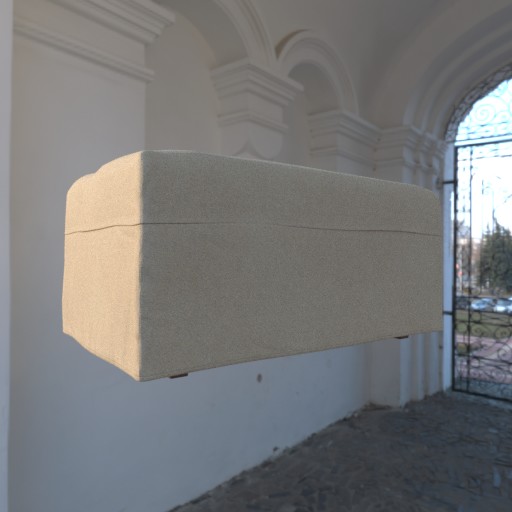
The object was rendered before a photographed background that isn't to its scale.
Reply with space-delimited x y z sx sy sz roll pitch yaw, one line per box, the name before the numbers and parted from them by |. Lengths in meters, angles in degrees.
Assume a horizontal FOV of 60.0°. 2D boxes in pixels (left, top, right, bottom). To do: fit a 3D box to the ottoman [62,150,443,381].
ottoman | 0.000 0.000 1.182 0.872 0.444 0.590 0 0 -35
